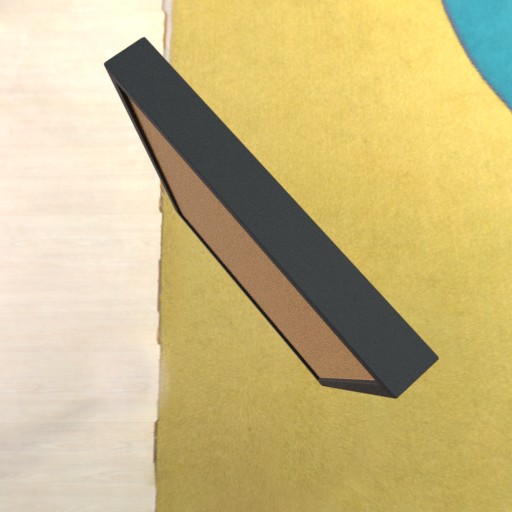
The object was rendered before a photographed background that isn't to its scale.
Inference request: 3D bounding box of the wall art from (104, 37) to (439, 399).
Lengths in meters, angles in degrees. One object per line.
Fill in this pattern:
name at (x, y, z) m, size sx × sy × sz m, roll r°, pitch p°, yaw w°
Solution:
wall art at (0.000, 0.000, 0.443) m, size 0.037 × 0.305 × 0.305 m, roll -39°, pitch 78°, yaw -10°
